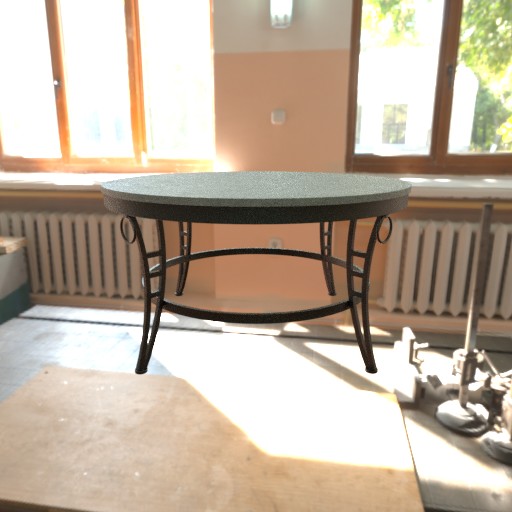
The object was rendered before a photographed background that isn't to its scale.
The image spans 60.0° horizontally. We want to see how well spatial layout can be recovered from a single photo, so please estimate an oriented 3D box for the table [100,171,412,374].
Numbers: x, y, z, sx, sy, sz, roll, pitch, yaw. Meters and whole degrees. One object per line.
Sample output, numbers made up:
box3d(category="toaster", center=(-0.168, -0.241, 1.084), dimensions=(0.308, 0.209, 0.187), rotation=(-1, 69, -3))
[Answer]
box3d(category="table", center=(0.000, 0.000, 1.396), dimensions=(0.889, 0.470, 0.889), rotation=(0, 14, 0))
